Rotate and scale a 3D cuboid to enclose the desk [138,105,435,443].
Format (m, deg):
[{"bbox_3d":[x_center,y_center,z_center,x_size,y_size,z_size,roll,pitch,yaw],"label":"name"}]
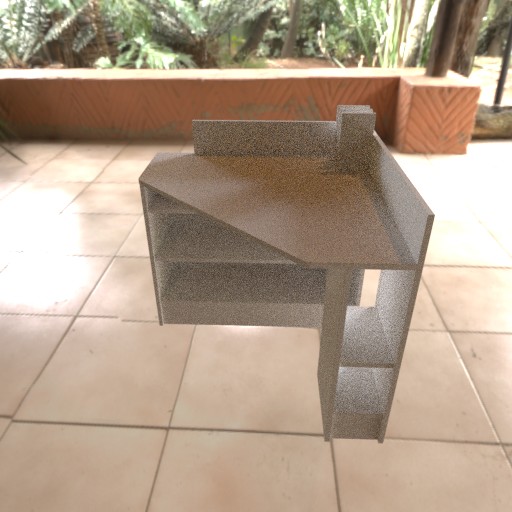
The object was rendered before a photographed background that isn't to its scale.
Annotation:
[{"bbox_3d":[0.000,0.000,1.747,0.940,0.986,0.940,1,31,2],"label":"desk"}]
